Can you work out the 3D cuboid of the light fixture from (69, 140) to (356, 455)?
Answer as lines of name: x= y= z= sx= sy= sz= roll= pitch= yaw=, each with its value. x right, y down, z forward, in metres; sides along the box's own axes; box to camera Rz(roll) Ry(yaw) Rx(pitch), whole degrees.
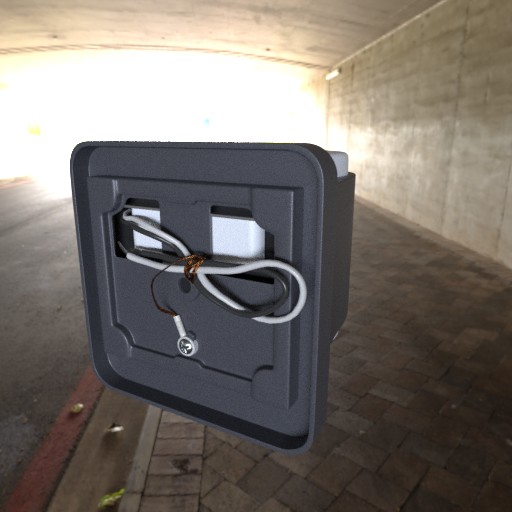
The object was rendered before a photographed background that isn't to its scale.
light fixture: x=0.000 y=0.000 z=0.214 sx=0.109 sy=0.109 sz=0.132 roll=8 pitch=18 yaw=28
